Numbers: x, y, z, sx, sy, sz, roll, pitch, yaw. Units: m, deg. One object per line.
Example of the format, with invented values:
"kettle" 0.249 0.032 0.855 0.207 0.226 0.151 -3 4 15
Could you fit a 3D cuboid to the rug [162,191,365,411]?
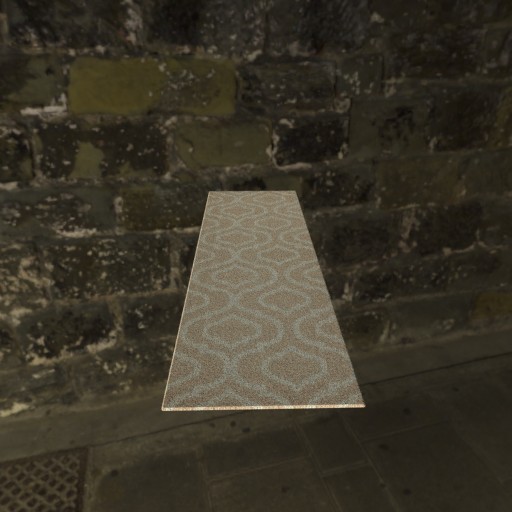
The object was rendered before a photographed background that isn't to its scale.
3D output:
"rug" 0.000 0.000 2.518 0.691 0.013 2.289 -1 27 -1
